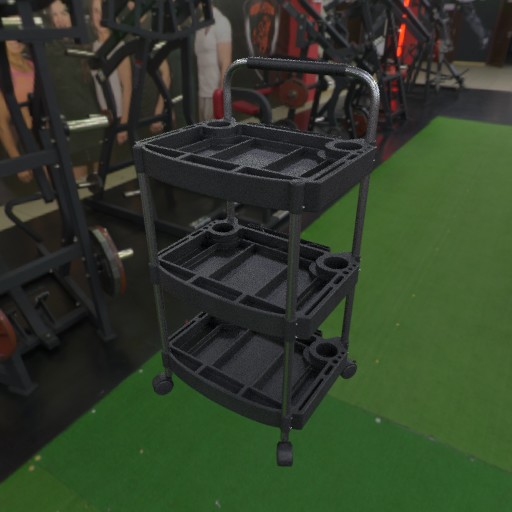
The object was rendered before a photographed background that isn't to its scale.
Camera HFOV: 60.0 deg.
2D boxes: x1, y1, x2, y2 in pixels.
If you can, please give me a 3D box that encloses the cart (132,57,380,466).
[{"bbox_3d":[0.000,0.000,1.366,0.584,1.075,0.518,19,35,29],"label":"cart"}]
